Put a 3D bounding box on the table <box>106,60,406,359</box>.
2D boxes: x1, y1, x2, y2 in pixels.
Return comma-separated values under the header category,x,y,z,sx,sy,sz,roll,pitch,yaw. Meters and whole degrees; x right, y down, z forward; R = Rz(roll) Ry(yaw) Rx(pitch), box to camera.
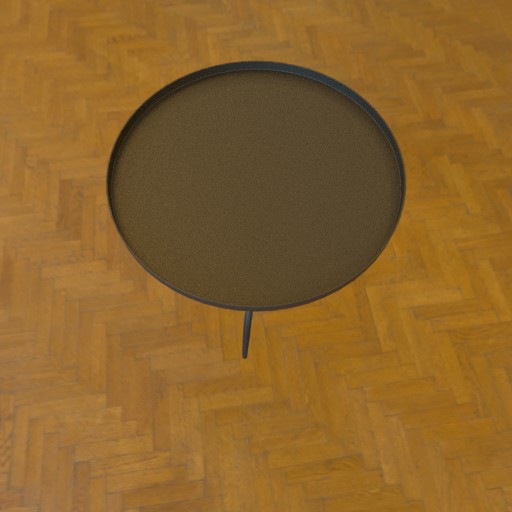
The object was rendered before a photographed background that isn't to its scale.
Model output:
category,x,y,z,sx,sy,sz,roll,pitch,yaw
table,0.000,0.000,1.063,0.502,0.700,0.502,33,69,15
